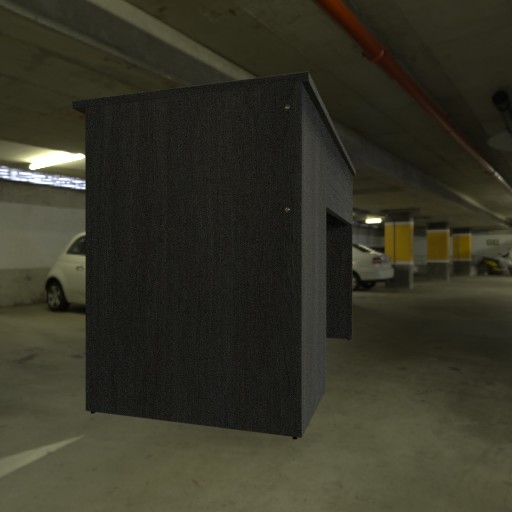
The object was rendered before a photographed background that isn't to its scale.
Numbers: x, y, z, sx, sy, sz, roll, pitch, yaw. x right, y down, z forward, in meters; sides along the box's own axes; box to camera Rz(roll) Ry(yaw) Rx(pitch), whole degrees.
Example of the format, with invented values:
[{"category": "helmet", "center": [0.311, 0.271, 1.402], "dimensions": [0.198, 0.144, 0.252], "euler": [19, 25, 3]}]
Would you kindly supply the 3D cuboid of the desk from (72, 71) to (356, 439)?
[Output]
[{"category": "desk", "center": [0.000, 0.000, 1.478], "dimensions": [0.560, 0.730, 1.096], "euler": [0, 0, 17]}]
